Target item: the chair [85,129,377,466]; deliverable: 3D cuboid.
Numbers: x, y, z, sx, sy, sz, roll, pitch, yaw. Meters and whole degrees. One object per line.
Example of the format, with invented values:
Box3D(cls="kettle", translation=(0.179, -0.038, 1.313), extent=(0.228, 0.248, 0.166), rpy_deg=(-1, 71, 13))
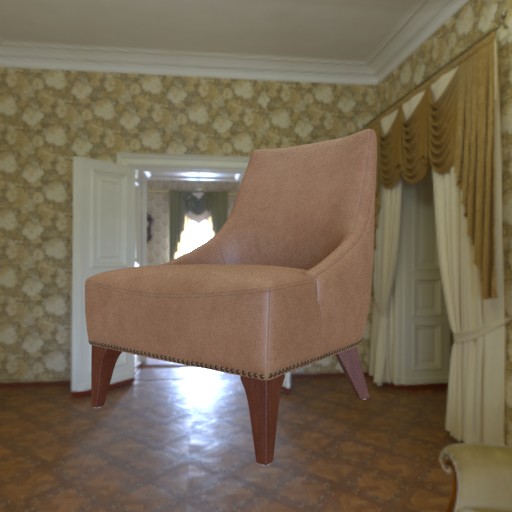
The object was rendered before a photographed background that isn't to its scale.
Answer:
Box3D(cls="chair", translation=(0.000, 0.000, 1.453), extent=(0.701, 0.909, 0.861), rpy_deg=(0, -1, 37))
